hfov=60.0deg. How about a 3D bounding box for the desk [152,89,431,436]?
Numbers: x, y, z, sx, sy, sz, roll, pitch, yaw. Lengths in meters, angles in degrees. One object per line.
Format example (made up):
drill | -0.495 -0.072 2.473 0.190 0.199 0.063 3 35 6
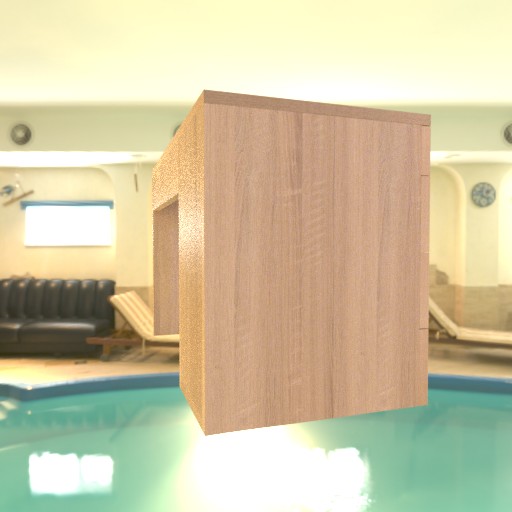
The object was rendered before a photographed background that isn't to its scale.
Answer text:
desk | 0.000 0.000 1.549 0.600 0.731 1.100 -1 2 -19
